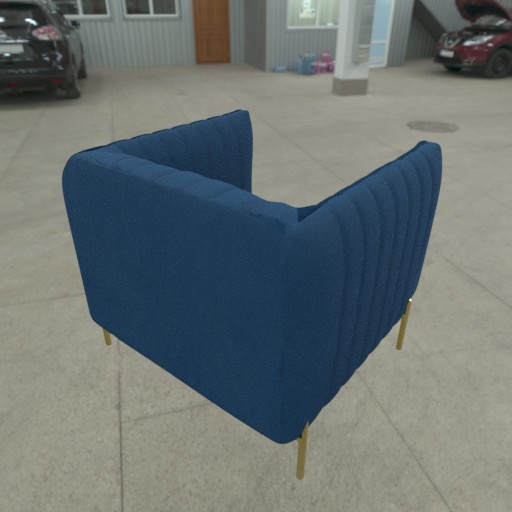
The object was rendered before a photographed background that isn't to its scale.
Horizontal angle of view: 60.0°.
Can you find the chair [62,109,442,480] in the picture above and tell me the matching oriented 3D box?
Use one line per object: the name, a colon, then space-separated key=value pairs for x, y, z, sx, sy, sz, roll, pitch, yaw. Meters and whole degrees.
chair: x=0.000 y=0.000 z=1.551 sx=0.947 sy=0.793 sz=0.877 roll=22 pitch=36 yaw=33
